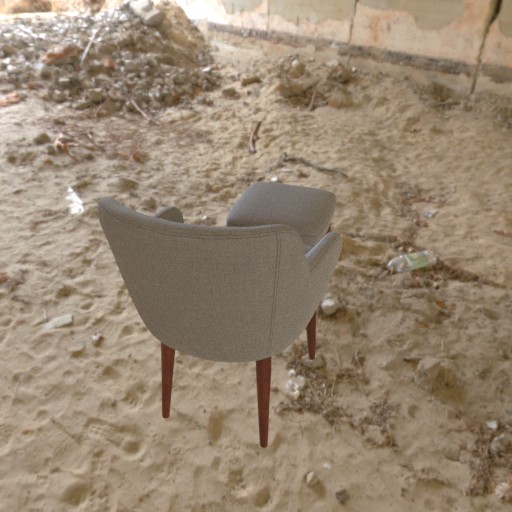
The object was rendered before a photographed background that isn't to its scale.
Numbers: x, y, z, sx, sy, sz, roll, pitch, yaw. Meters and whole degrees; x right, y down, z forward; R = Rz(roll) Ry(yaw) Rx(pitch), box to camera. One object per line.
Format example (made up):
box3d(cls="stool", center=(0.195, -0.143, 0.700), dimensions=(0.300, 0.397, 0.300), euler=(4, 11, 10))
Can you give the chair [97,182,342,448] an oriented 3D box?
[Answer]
box3d(cls="chair", center=(0.000, 0.000, 1.531), dimensions=(0.584, 0.799, 1.107), euler=(10, 34, 15))
